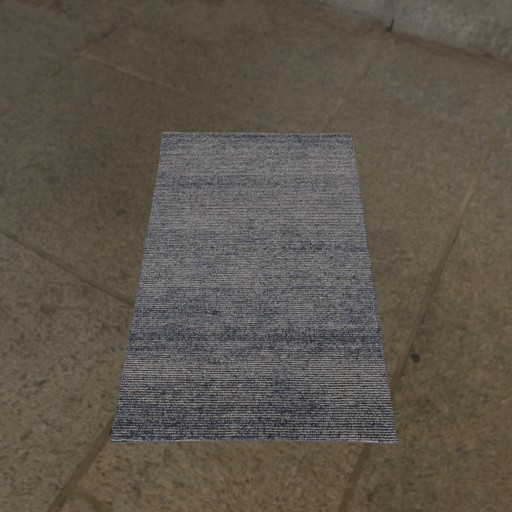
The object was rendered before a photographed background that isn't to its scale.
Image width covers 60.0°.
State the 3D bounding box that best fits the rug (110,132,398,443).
[{"bbox_3d":[0.000,0.000,2.197,1.135,0.010,1.740,1,58,0],"label":"rug"}]
